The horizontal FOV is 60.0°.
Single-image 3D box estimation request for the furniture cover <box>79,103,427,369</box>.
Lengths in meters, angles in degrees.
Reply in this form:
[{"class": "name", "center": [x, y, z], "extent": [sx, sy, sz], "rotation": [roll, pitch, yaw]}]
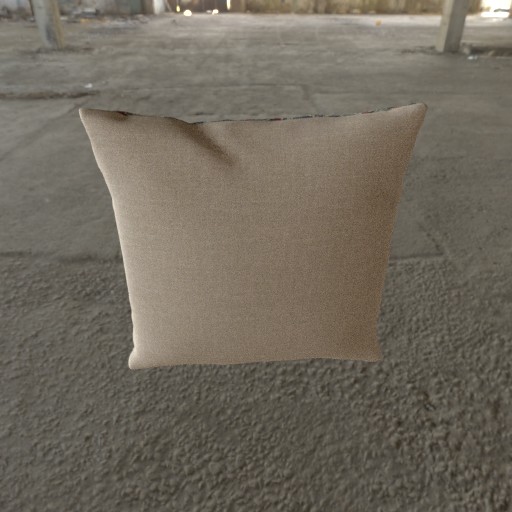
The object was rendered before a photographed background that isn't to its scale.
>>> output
[{"class": "furniture cover", "center": [0.000, 0.000, 0.653], "extent": [0.431, 0.431, 0.139], "rotation": [-1, 31, -2]}]
